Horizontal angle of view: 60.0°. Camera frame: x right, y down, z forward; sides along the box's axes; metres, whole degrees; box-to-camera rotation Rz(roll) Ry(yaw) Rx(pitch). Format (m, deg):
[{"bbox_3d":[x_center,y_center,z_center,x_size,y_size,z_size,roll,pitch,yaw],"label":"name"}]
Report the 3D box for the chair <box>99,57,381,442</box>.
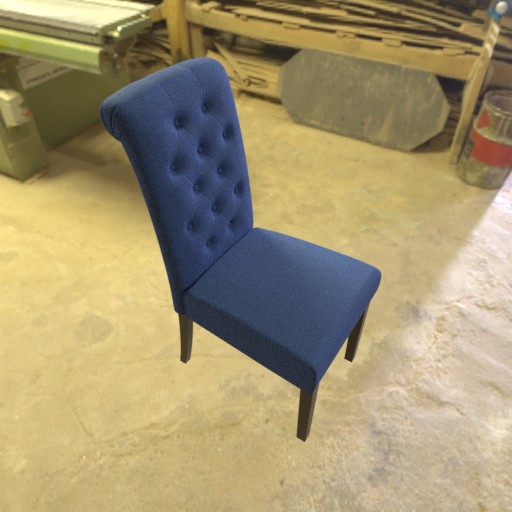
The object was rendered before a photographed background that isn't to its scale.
[{"bbox_3d":[0.000,0.000,1.363,0.671,1.006,0.456,23,46,24],"label":"chair"}]
